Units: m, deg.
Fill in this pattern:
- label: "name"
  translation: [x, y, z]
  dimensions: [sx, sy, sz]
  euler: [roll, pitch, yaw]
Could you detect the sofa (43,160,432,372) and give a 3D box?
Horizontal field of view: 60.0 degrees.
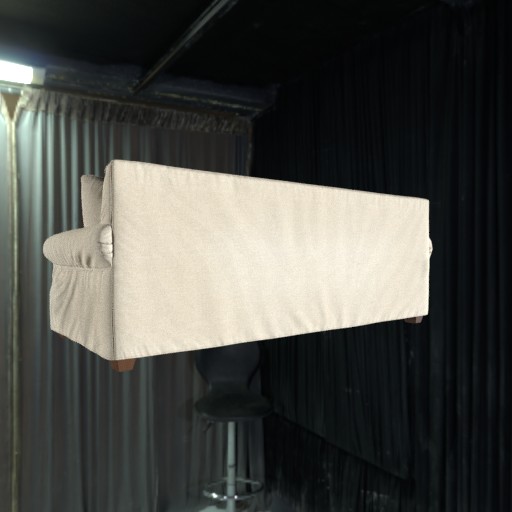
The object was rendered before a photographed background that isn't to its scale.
- label: "sofa"
  translation: [0.000, 0.000, 2.747]
  dimensions: [2.285, 0.904, 1.067]
  euler: [0, 1, -37]
